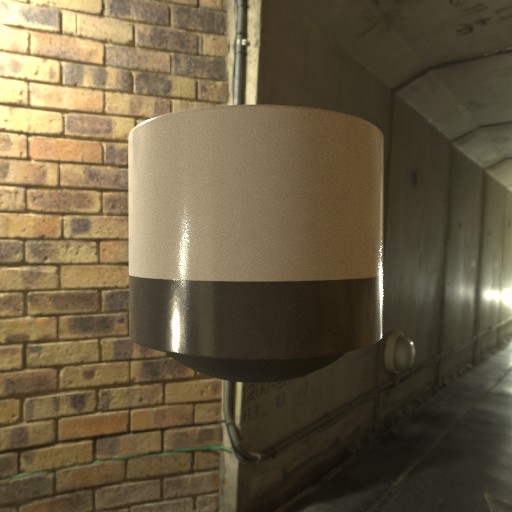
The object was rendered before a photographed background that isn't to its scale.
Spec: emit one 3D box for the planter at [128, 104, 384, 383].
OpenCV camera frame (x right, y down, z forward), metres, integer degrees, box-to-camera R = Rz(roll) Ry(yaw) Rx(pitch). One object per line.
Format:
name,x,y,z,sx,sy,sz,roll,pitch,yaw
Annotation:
planter,0.000,0.000,0.350,0.193,0.177,0.193,0,1,0
